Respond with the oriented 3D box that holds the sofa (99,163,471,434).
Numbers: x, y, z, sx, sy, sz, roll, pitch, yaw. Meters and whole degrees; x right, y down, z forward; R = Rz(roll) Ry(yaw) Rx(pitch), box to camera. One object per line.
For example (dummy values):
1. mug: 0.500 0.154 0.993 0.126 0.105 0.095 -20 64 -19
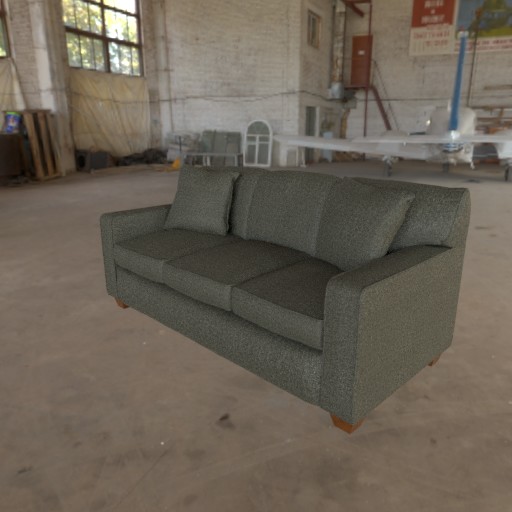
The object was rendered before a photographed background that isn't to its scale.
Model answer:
1. sofa: 0.000 0.000 2.595 2.024 0.958 0.997 16 23 43
